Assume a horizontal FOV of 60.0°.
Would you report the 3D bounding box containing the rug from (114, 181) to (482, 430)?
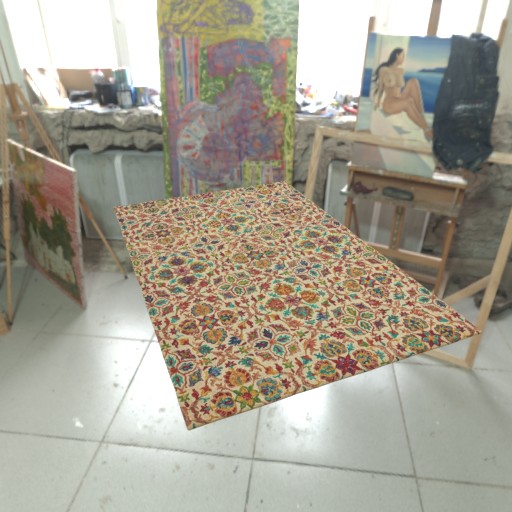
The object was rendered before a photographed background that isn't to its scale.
[{"bbox_3d":[0.000,0.000,2.323,1.226,0.013,1.838,-12,32,-19],"label":"rug"}]
